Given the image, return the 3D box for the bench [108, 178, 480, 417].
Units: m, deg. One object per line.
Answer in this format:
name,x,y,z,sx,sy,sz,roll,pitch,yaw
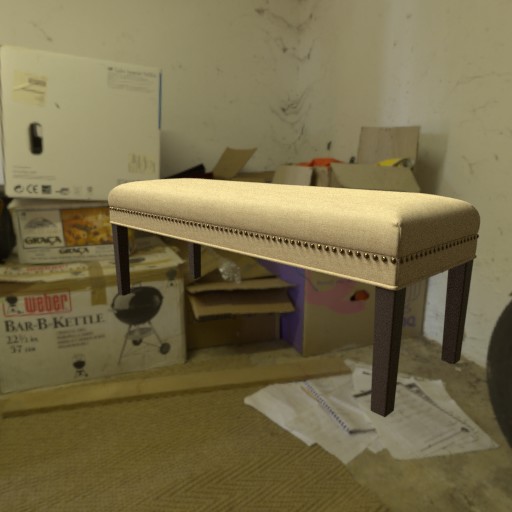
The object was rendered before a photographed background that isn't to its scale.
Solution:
bench,0.000,0.000,1.442,0.410,0.457,1.219,-12,18,-43
